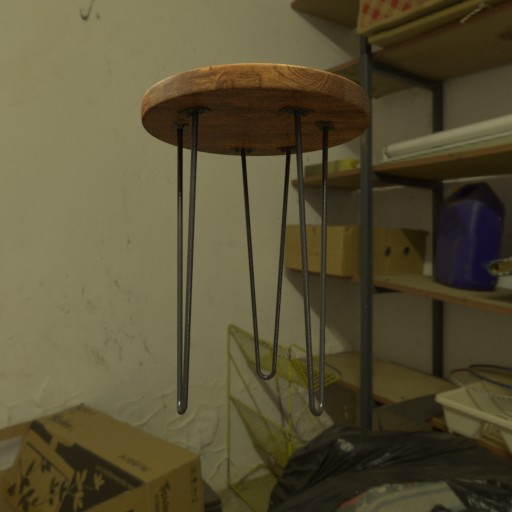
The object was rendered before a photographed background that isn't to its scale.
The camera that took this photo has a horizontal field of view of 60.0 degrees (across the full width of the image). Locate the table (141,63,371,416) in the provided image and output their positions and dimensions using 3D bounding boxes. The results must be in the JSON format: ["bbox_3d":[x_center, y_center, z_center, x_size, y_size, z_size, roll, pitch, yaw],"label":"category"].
[{"bbox_3d":[0.000,0.000,0.796,0.400,0.520,0.400,0,0,0],"label":"table"}]
